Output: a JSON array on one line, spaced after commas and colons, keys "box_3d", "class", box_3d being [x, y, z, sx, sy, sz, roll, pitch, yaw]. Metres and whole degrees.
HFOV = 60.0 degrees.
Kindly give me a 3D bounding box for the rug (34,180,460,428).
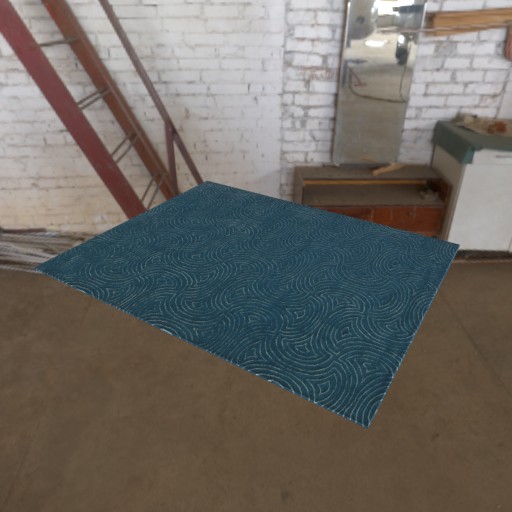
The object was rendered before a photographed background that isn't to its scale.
[{"box_3d": [0.000, 0.000, 4.024, 3.033, 0.012, 2.432, 18, 36, 28], "class": "rug"}]
